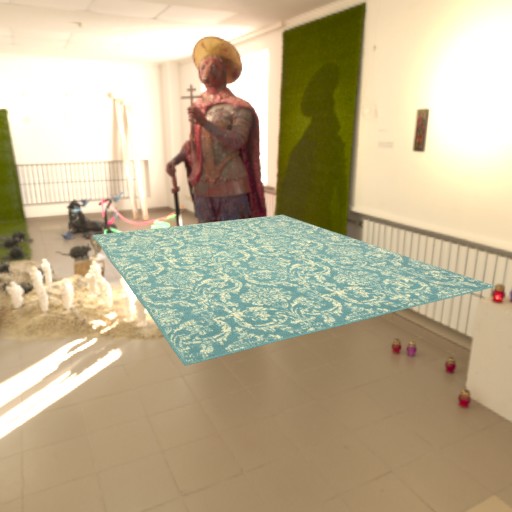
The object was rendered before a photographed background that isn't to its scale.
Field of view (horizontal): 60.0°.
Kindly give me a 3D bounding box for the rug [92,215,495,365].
[{"bbox_3d":[0.000,0.000,3.959,2.363,0.012,2.980,-9,19,-27],"label":"rug"}]
